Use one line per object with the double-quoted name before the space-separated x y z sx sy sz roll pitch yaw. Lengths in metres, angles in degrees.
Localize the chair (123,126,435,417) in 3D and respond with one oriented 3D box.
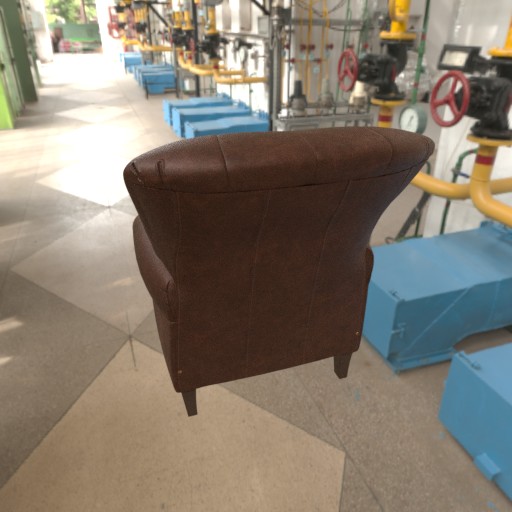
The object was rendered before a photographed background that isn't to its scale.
"chair" 0.000 0.000 1.839 0.979 1.162 1.031 -9 29 -16
